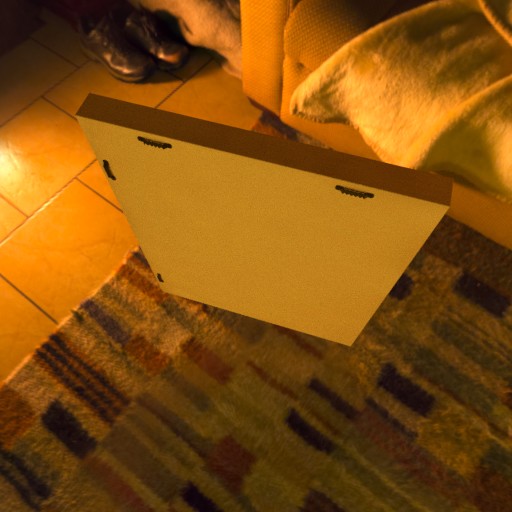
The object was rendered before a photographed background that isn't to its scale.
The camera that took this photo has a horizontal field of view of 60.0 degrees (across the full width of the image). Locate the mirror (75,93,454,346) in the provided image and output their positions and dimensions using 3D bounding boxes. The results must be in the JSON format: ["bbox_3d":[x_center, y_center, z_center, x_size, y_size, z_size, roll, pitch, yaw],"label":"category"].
[{"bbox_3d":[0.000,0.000,0.692,0.406,0.509,0.041,15,64,8],"label":"mirror"}]
